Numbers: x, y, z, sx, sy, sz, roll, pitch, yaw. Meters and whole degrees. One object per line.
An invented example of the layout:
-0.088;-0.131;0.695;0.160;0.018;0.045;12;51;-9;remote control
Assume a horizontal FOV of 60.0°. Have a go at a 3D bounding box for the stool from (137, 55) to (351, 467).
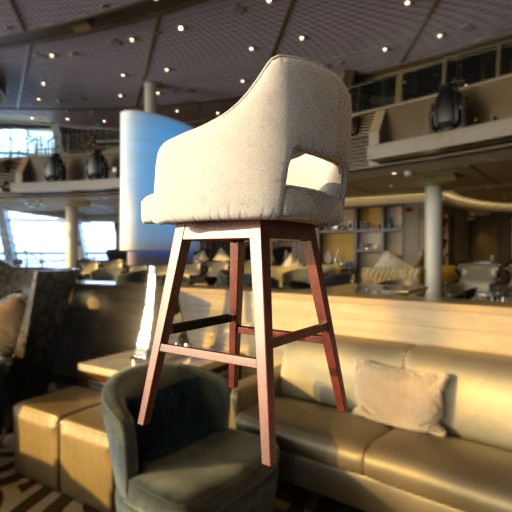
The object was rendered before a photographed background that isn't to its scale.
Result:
0.000;0.000;1.372;0.558;1.012;0.548;0;0;34;stool
